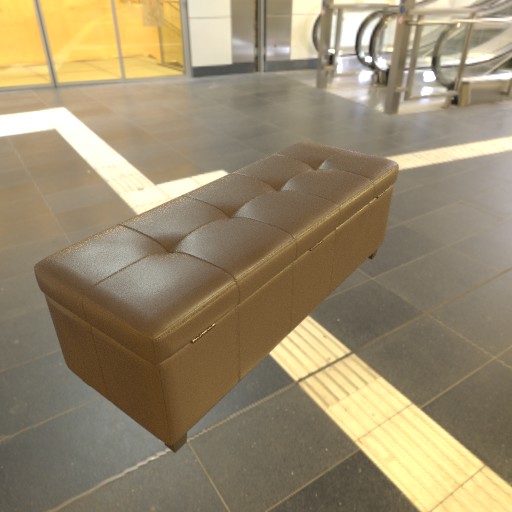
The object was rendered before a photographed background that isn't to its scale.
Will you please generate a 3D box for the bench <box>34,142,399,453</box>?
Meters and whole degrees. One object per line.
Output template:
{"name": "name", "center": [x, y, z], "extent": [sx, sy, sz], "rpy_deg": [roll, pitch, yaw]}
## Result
{"name": "bench", "center": [0.000, 0.000, 1.447], "extent": [0.450, 0.417, 1.219], "rpy_deg": [22, 38, 31]}
